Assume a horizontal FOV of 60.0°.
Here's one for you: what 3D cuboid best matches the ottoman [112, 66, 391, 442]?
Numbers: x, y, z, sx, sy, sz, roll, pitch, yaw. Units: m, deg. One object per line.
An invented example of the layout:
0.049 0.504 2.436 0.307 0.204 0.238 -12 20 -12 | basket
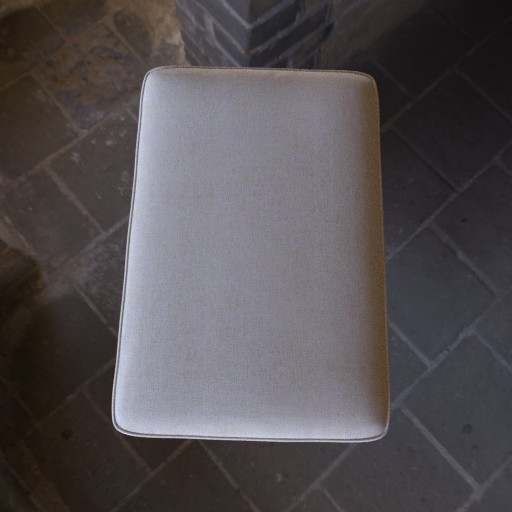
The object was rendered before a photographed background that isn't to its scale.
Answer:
0.000 0.000 1.184 0.583 0.484 0.862 1 77 0 | ottoman
